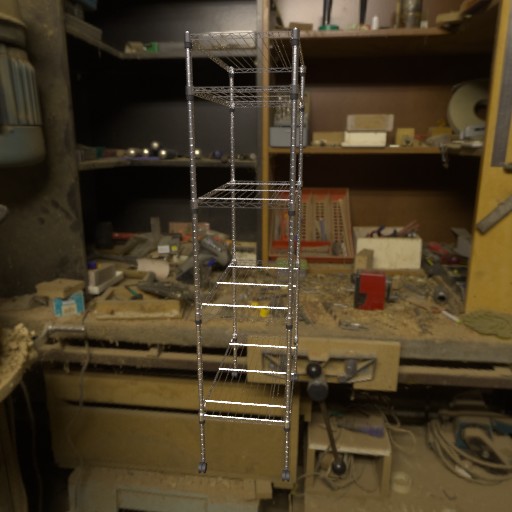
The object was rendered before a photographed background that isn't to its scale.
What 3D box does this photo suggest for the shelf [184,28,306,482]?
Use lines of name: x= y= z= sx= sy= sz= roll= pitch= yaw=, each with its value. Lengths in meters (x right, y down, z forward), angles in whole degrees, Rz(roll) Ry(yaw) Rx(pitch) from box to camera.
shelf: x=0.000 y=0.000 z=1.869 sx=0.356 sy=1.587 sz=0.762 roll=2 pitch=15 yaw=7
